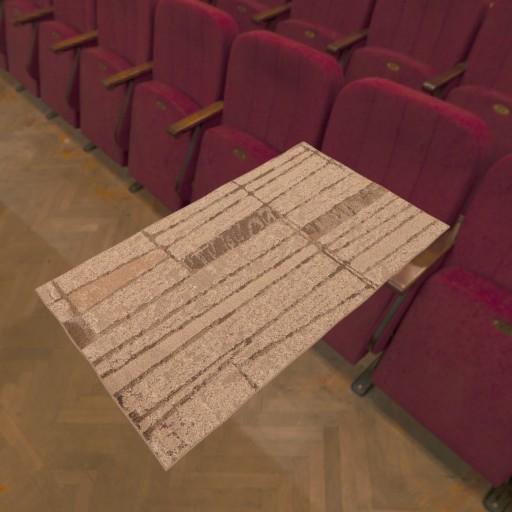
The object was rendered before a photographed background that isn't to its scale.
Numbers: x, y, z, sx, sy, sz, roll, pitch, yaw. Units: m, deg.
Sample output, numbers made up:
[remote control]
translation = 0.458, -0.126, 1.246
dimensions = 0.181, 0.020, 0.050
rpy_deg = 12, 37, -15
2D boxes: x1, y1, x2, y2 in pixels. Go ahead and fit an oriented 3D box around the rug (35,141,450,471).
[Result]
[rug]
translation = 0.000, 0.000, 1.054
dimensions = 0.867, 0.007, 0.515
rpy_deg = -34, 56, -27
